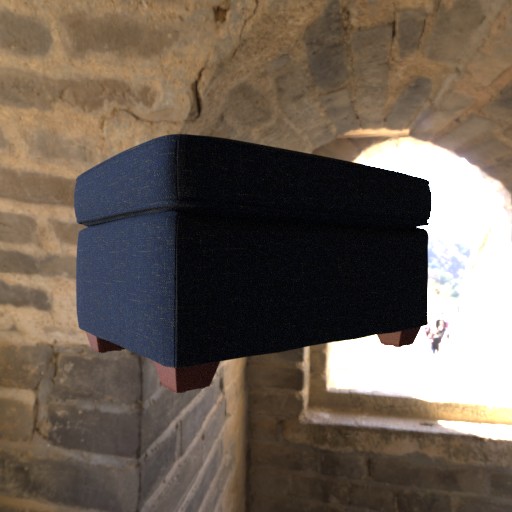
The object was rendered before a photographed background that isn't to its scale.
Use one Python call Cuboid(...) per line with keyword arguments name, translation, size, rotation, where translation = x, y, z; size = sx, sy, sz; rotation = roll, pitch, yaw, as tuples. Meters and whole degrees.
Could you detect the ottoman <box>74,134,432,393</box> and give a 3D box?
Cuboid(name="ottoman", translation=(0.000, 0.000, 1.089), size=(0.749, 0.450, 0.549), rotation=(0, 0, -38))
